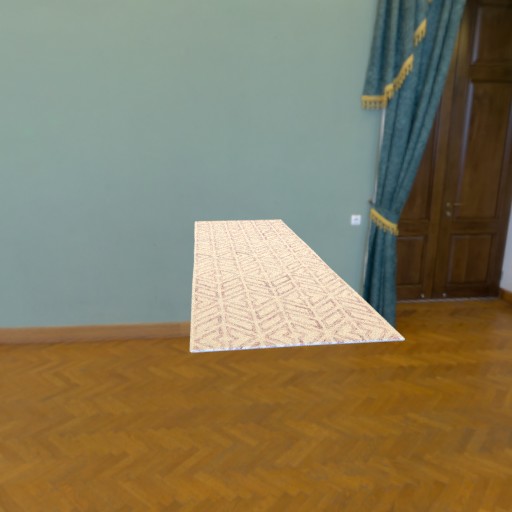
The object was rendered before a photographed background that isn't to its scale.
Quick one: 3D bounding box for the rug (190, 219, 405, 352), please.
[{"bbox_3d":[0.000,0.000,2.679,0.750,0.009,2.435,-2,15,-7],"label":"rug"}]
